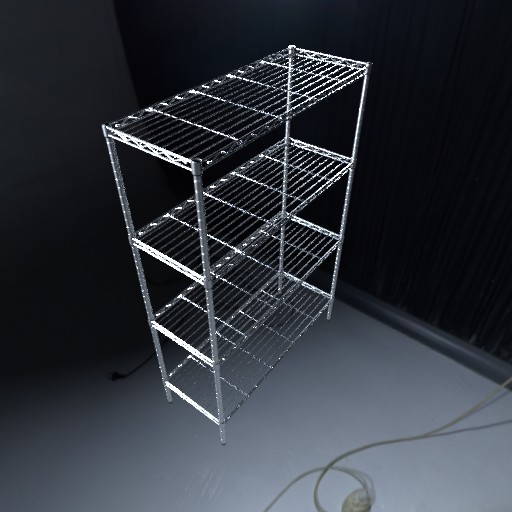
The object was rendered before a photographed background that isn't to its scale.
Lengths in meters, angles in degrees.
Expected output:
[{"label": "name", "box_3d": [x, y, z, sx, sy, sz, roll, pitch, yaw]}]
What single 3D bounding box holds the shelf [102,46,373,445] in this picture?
[{"label": "shelf", "box_3d": [0.000, 0.000, 1.811, 0.352, 1.360, 0.907, 27, 47, 28]}]
